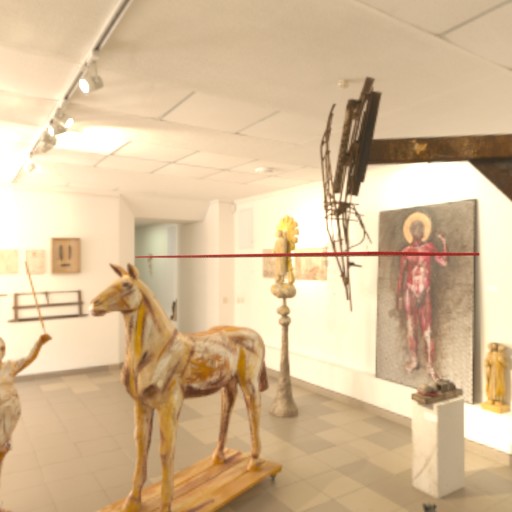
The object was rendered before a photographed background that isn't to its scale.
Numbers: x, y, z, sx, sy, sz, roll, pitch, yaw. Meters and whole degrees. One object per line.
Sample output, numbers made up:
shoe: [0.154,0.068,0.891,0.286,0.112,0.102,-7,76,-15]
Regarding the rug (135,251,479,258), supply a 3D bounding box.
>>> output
rug: [0.000,0.000,2.571,0.659,0.015,2.292,0,-1,-34]
